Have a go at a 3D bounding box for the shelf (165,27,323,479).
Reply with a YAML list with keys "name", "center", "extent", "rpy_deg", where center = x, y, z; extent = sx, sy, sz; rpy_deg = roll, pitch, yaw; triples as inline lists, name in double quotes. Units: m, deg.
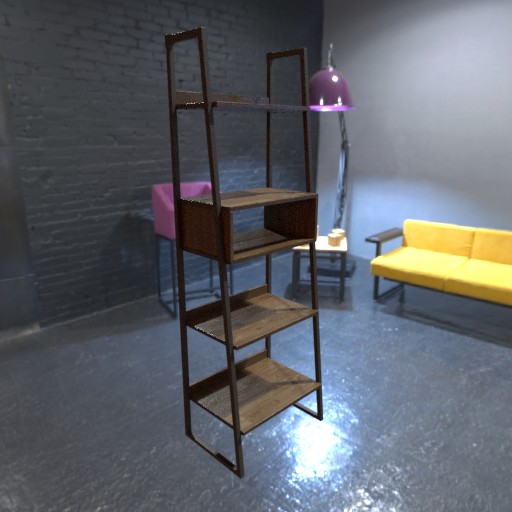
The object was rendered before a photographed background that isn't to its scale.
- name: "shelf"
  center: [0.000, 0.000, 2.232]
  extent: [0.652, 2.005, 0.454]
  rpy_deg: [-15, 21, -42]
